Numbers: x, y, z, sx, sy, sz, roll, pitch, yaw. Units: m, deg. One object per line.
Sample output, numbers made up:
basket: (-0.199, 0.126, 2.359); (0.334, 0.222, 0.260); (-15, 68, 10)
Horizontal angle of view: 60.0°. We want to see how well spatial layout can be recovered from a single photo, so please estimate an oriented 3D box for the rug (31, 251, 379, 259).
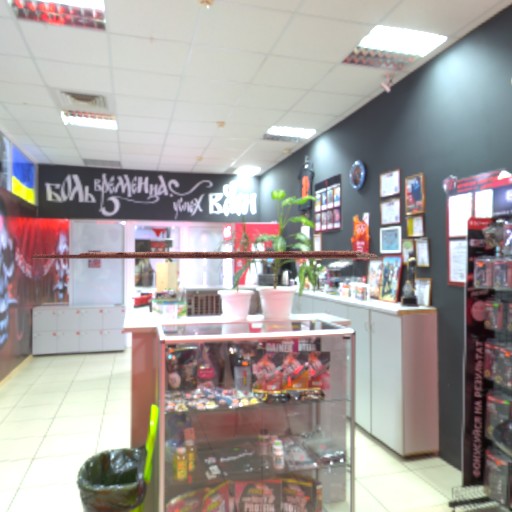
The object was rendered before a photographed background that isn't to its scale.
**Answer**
rug: (0.000, 0.000, 2.367); (1.222, 0.030, 1.823); (0, 0, 17)
